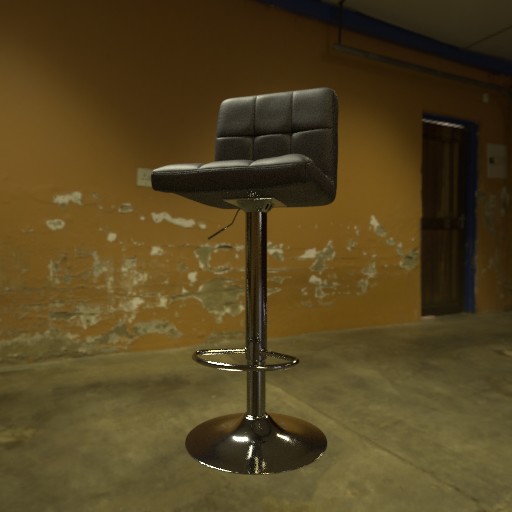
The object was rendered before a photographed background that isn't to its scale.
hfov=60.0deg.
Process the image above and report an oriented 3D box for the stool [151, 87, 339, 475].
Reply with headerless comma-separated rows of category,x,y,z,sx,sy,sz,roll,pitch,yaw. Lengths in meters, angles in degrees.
stool,0.000,0.000,1.328,0.430,1.115,0.505,0,1,19
